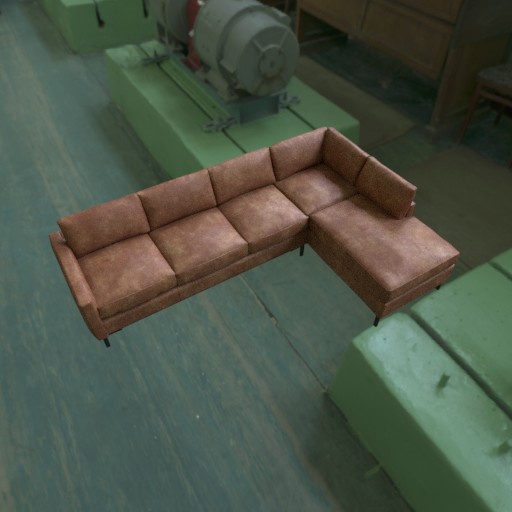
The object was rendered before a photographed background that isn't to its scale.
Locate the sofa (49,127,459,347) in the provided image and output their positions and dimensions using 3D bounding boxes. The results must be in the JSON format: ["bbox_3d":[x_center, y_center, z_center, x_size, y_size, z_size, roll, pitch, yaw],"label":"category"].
[{"bbox_3d":[0.000,0.000,3.881,2.984,0.877,1.938,-24,51,-21],"label":"sofa"}]
